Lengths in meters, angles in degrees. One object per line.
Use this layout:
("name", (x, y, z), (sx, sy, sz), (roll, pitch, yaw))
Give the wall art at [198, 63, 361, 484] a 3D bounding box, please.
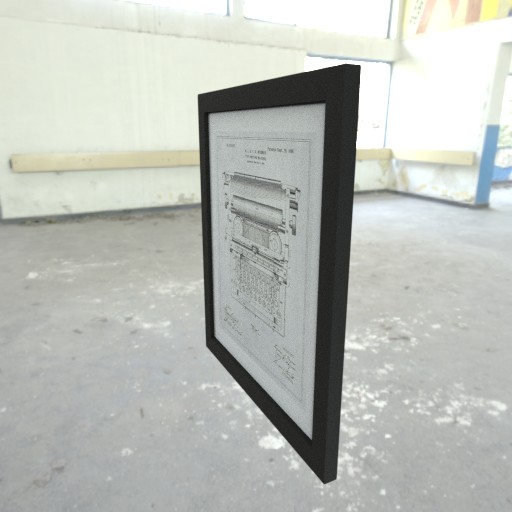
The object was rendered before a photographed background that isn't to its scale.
("wall art", (0.000, 0.000, 0.698), (0.021, 0.508, 0.432), (-8, 18, -26))
